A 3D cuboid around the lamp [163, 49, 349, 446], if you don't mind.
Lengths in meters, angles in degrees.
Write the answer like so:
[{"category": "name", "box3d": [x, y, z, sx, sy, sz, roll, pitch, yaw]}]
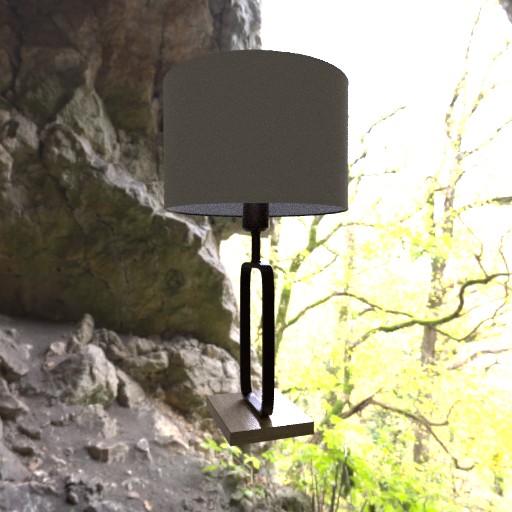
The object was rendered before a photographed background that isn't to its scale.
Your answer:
[{"category": "lamp", "box3d": [0.000, 0.000, 0.683, 0.279, 0.508, 0.279, 0, 1, -18]}]
